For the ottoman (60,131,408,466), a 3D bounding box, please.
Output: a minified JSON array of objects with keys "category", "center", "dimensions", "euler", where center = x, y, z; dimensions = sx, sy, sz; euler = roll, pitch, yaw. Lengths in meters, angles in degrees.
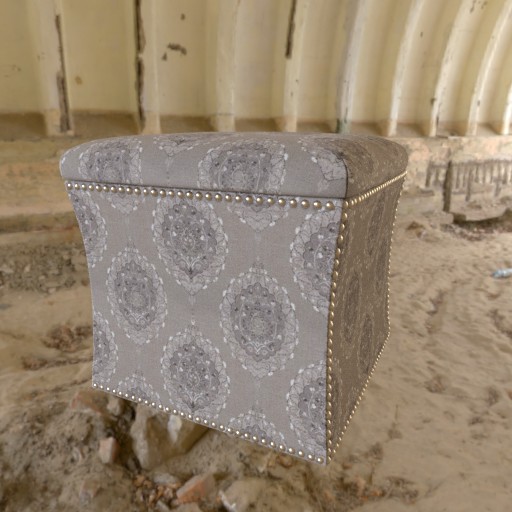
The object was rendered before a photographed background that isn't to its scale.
[{"category":"ottoman","center":[0.000,0.000,0.876],"dimensions":[0.497,0.473,0.507],"euler":[8,18,25]}]
